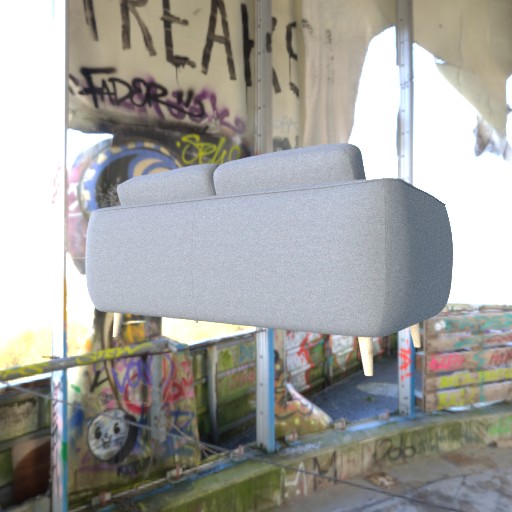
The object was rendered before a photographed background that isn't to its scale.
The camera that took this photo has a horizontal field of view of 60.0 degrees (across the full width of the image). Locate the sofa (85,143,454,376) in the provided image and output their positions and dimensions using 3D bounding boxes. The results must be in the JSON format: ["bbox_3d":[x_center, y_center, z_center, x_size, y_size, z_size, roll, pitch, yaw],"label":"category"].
[{"bbox_3d":[0.000,0.000,2.210,1.700,0.850,0.920,0,-1,35],"label":"sofa"}]
